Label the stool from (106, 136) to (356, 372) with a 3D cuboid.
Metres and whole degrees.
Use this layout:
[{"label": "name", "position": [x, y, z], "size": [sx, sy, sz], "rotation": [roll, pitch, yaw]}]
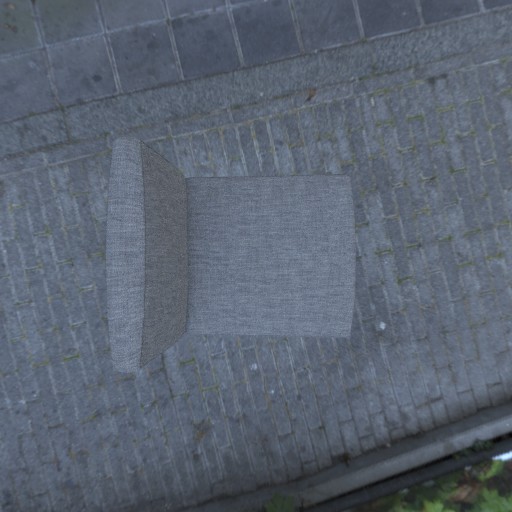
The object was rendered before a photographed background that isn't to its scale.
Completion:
[{"label": "stool", "position": [0.000, 0.000, 1.272], "size": [0.552, 0.966, 0.451], "rotation": [0, 90, -1]}]
